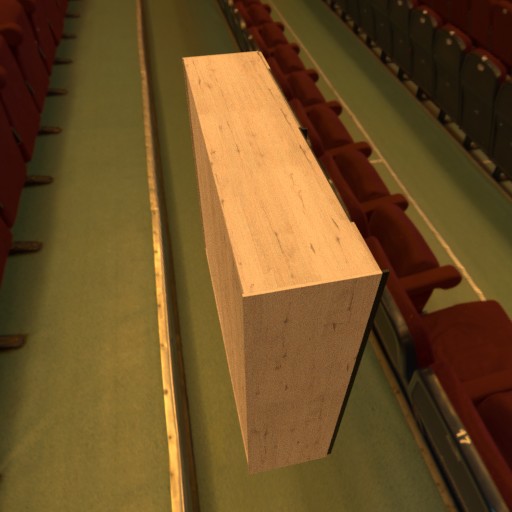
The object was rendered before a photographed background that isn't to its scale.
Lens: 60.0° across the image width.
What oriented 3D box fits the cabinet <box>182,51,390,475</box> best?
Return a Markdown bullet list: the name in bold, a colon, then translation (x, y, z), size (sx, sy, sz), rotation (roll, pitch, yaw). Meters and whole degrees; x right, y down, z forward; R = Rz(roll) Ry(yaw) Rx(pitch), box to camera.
- **cabinet**: translation (0.000, 0.000, 3.527), size (0.660, 2.180, 2.500), rotation (-9, 47, -9)
